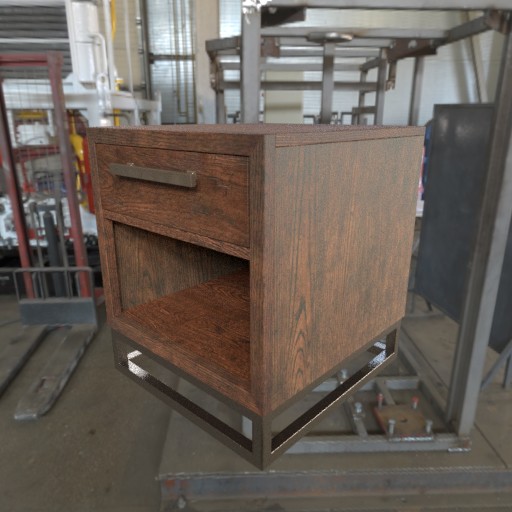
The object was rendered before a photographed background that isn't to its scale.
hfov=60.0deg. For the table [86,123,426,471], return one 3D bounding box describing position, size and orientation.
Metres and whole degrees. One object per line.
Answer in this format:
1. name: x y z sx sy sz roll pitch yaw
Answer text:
1. table: 0.000 0.000 1.038 0.506 0.582 0.566 16 24 40
